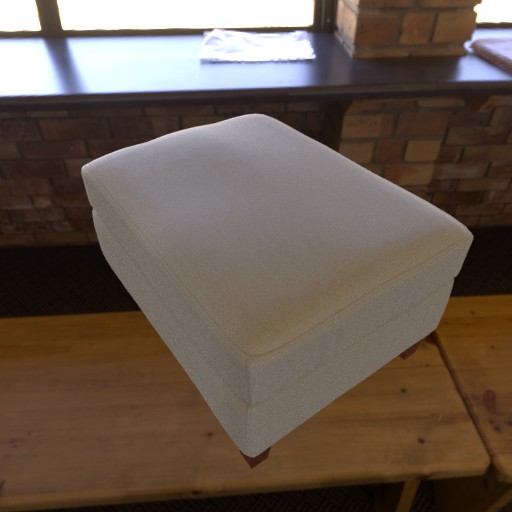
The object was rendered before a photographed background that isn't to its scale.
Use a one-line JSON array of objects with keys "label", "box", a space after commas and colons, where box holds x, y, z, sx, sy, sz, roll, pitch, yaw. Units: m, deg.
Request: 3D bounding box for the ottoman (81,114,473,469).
[{"label": "ottoman", "box": [0.000, 0.000, 1.200, 0.634, 0.496, 0.818, -25, 46, -26]}]
